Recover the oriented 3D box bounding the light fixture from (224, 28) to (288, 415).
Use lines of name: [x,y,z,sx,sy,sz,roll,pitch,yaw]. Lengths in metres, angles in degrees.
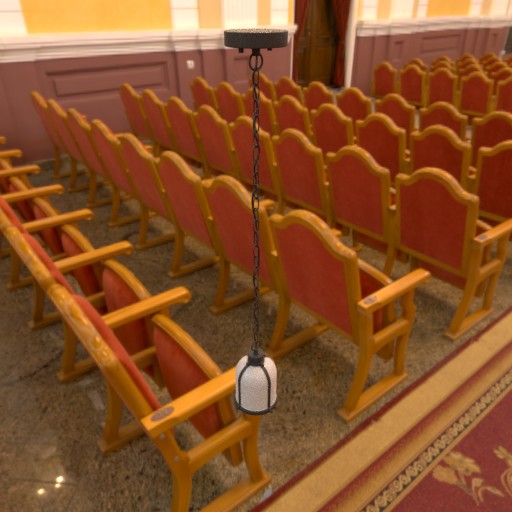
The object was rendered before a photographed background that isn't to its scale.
light fixture: [0.000,0.000,1.300,0.178,1.181,0.178,-22,37,-33]
